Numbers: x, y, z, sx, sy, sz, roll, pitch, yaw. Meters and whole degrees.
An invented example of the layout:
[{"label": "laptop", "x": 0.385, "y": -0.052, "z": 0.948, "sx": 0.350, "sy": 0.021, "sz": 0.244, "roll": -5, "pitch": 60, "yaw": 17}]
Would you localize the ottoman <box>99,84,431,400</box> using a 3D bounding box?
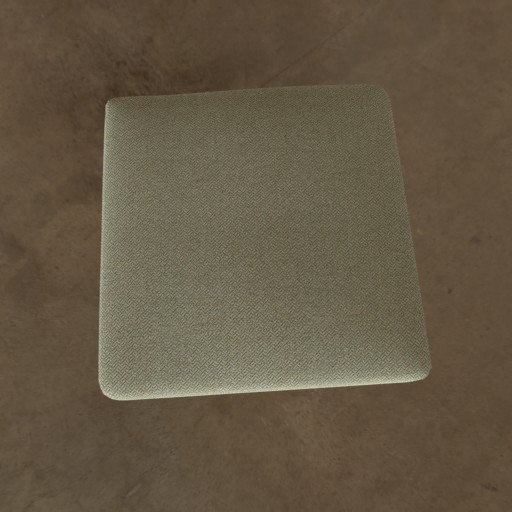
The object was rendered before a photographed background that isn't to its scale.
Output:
[{"label": "ottoman", "x": 0.000, "y": 0.000, "z": 0.905, "sx": 0.512, "sy": 0.453, "sz": 0.521, "roll": -3, "pitch": 76, "yaw": -1}]
